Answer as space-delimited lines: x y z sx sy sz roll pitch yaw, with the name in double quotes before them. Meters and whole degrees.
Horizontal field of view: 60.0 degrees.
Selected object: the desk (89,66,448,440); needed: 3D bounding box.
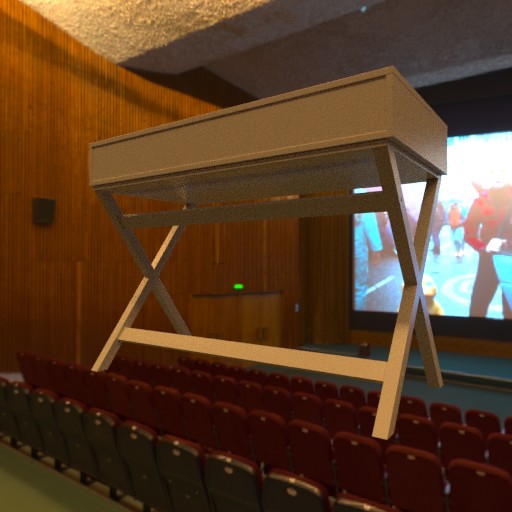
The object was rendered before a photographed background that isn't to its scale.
"desk" 0.000 0.000 1.430 1.059 0.780 0.509 -1 -1 35
